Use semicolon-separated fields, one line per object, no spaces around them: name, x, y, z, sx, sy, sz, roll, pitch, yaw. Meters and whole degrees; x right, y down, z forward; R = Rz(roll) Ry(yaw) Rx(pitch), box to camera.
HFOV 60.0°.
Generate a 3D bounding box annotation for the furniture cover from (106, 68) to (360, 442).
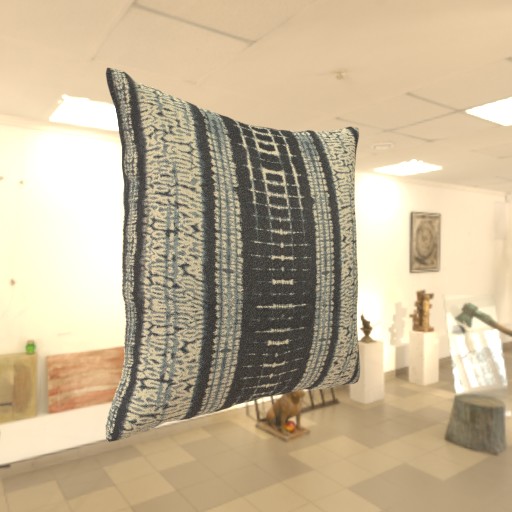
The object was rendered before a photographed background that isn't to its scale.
furniture cover;0.000;0.000;0.633;0.425;0.435;0.133;0;1;-35
